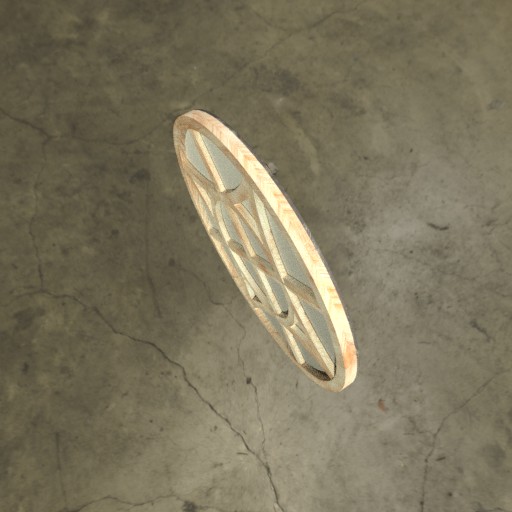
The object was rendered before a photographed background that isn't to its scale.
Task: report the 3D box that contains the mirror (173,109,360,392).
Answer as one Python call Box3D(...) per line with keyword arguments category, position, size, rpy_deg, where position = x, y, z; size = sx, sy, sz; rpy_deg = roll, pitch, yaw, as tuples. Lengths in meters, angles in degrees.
Box3D(category="mirror", position=(0.000, 0.000, 1.053), size=(0.038, 0.710, 0.710), rpy_deg=(-30, 69, -13))
